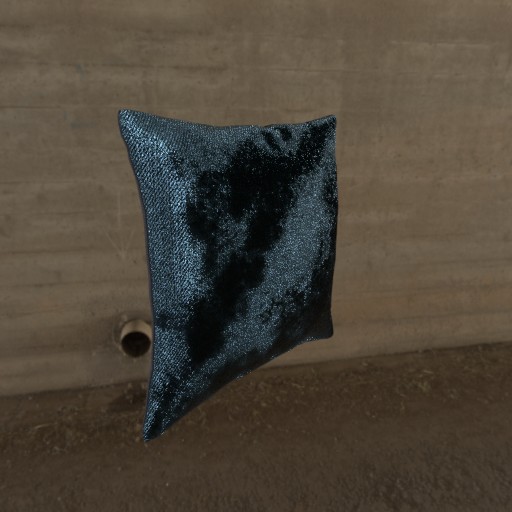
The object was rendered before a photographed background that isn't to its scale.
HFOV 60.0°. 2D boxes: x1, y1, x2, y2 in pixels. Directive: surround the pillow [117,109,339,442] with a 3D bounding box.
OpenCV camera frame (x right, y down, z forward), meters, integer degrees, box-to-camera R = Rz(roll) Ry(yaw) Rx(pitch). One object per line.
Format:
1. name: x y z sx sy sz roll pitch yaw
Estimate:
1. pillow: 0.000 0.000 0.687 0.138 0.430 0.436 14 21 42
